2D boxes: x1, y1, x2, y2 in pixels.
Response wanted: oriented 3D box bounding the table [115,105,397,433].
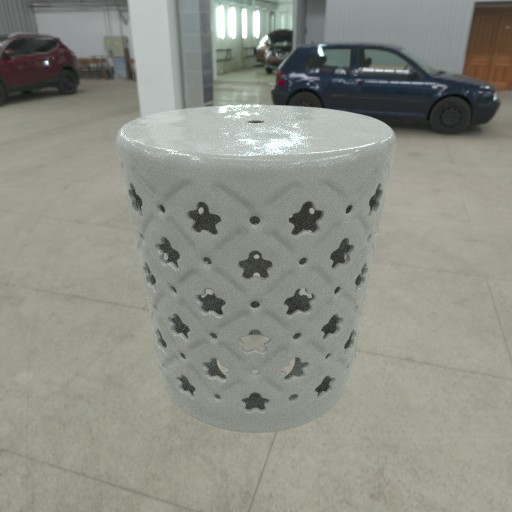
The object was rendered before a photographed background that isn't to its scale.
[{"bbox_3d":[0.000,0.000,0.656,0.352,0.387,0.352,0,27,0],"label":"table"}]
